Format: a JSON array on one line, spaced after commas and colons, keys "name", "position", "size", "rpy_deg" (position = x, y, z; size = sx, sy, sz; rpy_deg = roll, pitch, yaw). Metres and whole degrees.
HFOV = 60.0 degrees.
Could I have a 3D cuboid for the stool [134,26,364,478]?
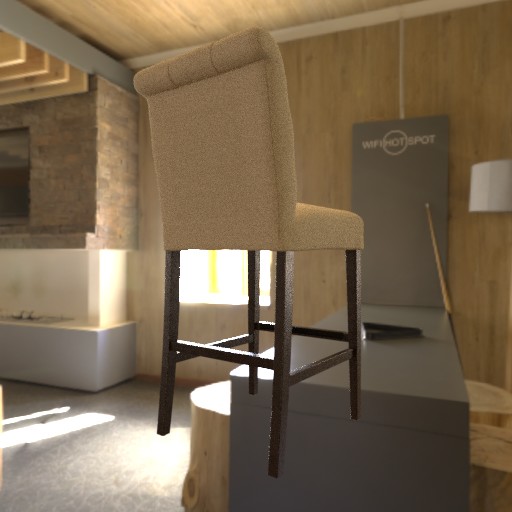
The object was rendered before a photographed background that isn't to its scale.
[{"name": "stool", "position": [0.000, 0.000, 1.413], "size": [0.482, 1.118, 0.610], "rpy_deg": [1, 1, 37]}]
